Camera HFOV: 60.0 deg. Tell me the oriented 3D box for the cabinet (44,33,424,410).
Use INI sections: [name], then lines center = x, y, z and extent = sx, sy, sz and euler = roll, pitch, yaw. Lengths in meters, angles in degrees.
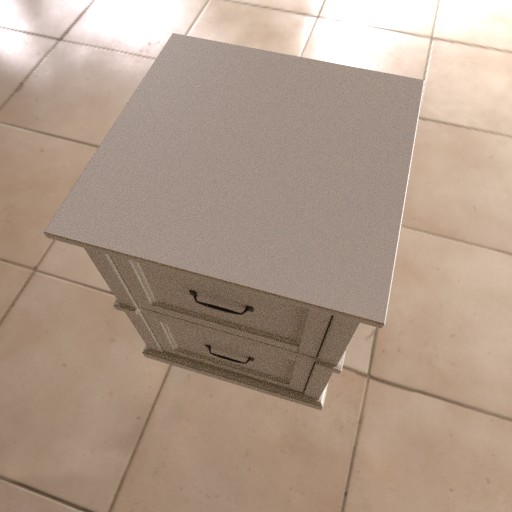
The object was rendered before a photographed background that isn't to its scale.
[cabinet]
center = 0.000, 0.000, 1.132
extent = 0.544, 0.775, 0.547
euler = 14, 61, 8
